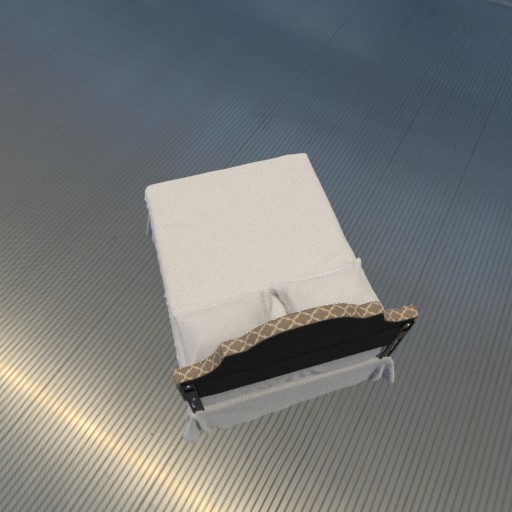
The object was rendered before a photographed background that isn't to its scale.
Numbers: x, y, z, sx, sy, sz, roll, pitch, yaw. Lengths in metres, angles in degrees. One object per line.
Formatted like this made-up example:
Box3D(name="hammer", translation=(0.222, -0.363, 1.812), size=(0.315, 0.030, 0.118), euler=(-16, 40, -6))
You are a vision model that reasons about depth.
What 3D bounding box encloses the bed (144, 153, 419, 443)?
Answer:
Box3D(name="bed", translation=(0.000, 0.000, 3.557), size=(1.780, 1.633, 2.222), euler=(-14, 59, -8))
